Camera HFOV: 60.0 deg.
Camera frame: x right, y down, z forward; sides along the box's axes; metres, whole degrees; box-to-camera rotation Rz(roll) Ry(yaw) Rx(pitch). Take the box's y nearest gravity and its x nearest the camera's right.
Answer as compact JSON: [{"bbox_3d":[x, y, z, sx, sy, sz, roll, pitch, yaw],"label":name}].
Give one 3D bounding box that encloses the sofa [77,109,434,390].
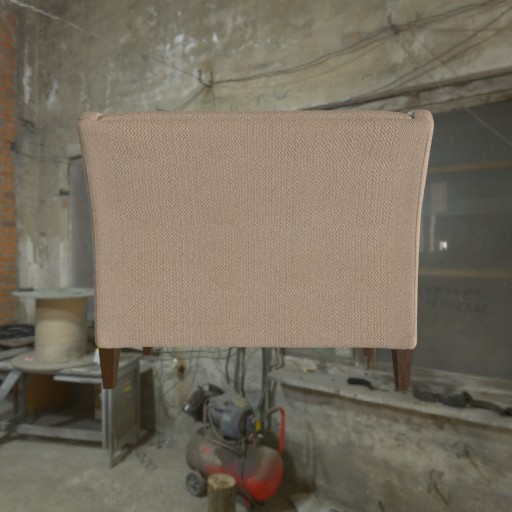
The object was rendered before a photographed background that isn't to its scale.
[{"bbox_3d":[0.000,0.000,1.927,1.242,1.022,0.870,0,0,1],"label":"sofa"}]
